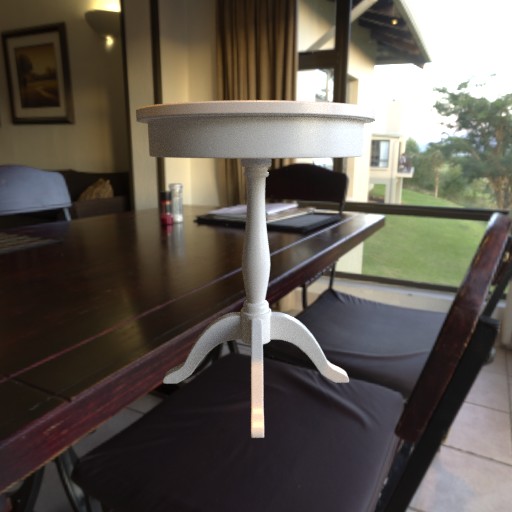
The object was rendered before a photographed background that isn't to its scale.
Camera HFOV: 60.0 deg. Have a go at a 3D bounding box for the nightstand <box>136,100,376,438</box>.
[{"bbox_3d":[0.000,0.000,1.053,0.513,0.653,0.513,2,14,8],"label":"nightstand"}]
